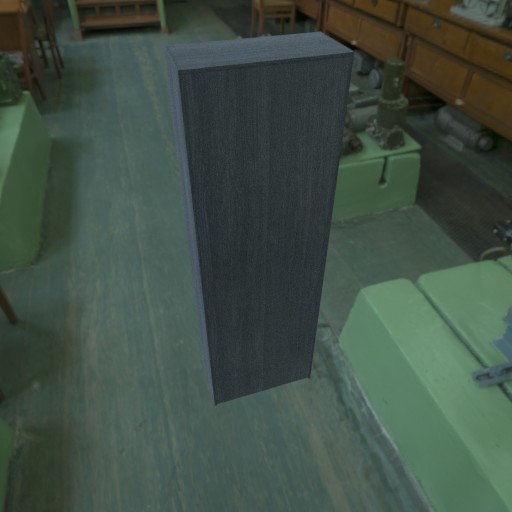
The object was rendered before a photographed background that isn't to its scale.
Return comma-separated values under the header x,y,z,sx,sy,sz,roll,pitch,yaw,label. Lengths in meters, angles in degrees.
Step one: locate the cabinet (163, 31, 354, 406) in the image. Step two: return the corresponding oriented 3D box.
x,y,z,sx,sy,sz,roll,pitch,yaw,label
0.000,0.000,1.849,0.520,1.630,0.255,-12,42,-14,cabinet
